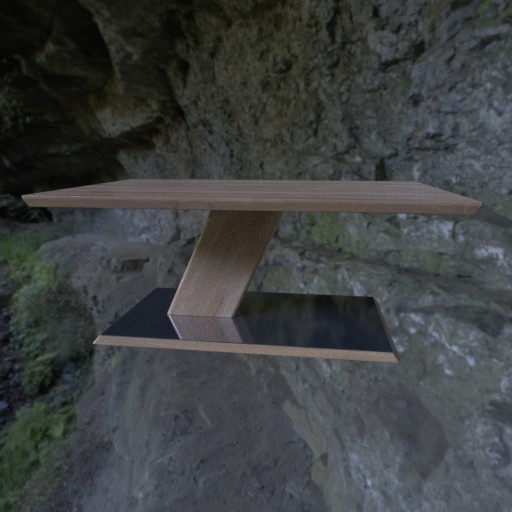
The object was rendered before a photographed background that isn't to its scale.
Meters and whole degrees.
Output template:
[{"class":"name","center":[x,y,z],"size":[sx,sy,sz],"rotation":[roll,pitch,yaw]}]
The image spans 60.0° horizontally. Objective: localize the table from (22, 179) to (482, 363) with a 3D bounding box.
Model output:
[{"class":"table","center":[0.000,0.000,1.429],"size":[1.100,0.441,0.692],"rotation":[2,13,8]}]
